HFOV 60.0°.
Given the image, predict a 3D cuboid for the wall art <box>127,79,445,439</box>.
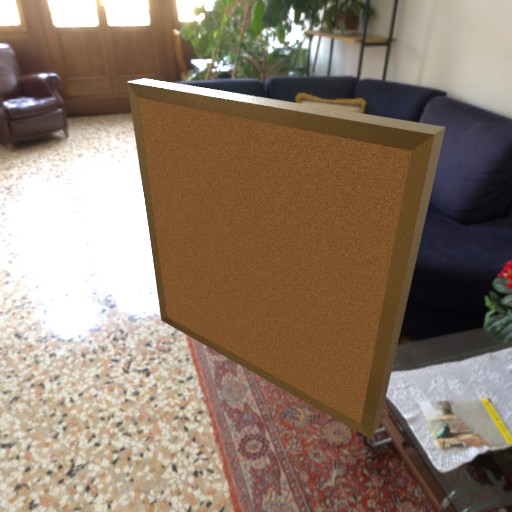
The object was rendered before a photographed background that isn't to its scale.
[{"bbox_3d":[0.000,0.000,0.749,0.507,0.508,0.038,21,37,31],"label":"wall art"}]
